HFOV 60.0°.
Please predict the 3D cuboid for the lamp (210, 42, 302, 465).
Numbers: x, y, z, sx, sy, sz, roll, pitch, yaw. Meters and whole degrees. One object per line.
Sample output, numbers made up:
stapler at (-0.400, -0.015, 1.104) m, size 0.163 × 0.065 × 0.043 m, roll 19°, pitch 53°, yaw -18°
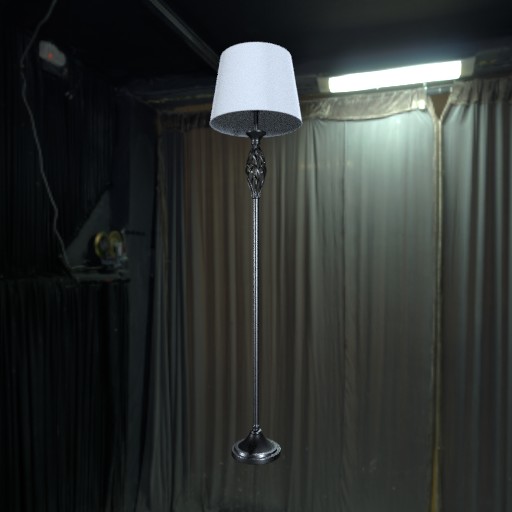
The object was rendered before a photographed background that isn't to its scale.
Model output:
lamp at (0.000, 0.000, 1.824) m, size 0.379 × 1.623 × 0.379 m, roll 0°, pitch 0°, yaw 0°
